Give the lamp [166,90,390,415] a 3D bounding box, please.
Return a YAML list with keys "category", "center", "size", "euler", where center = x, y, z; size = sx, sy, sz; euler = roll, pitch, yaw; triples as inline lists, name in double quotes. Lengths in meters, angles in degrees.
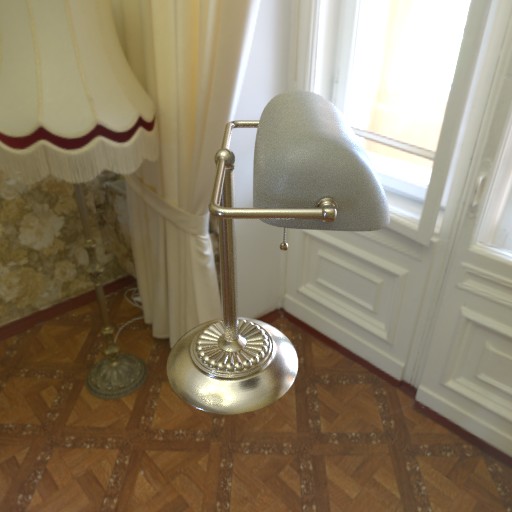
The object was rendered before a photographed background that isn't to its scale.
- category: "lamp"
  center: [0.000, 0.000, 0.518]
  size: [0.243, 0.339, 0.264]
  euler: [0, 32, 0]
